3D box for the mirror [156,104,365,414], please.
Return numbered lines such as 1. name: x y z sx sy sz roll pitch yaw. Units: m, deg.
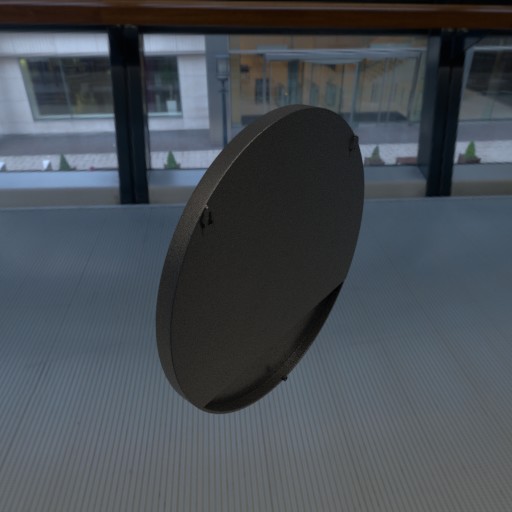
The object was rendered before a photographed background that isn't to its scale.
1. mirror: 0.000 0.000 0.682 0.133 0.457 0.457 23 38 32
